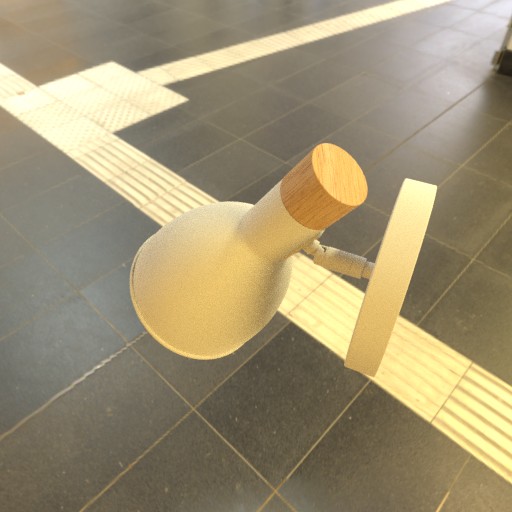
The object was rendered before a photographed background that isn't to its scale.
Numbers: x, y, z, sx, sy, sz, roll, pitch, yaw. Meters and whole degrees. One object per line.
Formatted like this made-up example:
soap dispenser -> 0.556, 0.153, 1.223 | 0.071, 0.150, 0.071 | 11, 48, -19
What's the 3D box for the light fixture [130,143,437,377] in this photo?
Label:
light fixture -> 0.000, 0.000, 0.327 | 0.209, 0.199, 0.127 | 18, 48, 17
